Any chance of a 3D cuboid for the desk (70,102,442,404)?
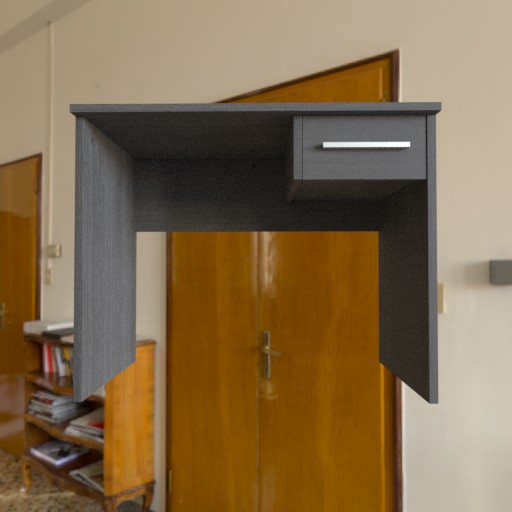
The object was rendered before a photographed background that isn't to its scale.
[{"bbox_3d":[0.000,0.000,1.305,0.893,0.724,0.498,0,-1,1],"label":"desk"}]
